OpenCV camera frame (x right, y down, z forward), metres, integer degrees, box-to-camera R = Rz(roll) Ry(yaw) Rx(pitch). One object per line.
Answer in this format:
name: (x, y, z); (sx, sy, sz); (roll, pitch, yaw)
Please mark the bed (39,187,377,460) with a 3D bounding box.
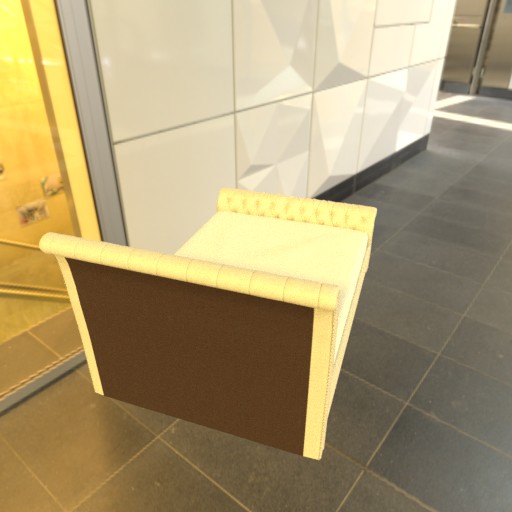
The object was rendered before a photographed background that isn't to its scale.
bed: (0.000, 0.000, 3.455); (1.606, 1.268, 2.493); (10, 32, 17)
